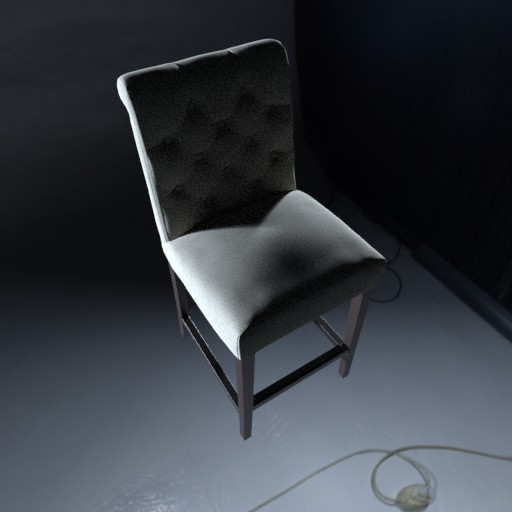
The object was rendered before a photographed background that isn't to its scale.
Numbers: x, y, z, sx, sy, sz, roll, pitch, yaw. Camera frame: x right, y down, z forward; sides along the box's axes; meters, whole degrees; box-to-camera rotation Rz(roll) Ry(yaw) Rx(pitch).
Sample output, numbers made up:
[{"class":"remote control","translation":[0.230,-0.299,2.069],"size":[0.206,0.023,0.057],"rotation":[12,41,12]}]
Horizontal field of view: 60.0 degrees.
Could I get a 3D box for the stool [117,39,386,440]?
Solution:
[{"class":"stool","translation":[0.000,0.000,1.361],"size":[0.493,1.040,0.601],"rotation":[-25,51,-22]}]
